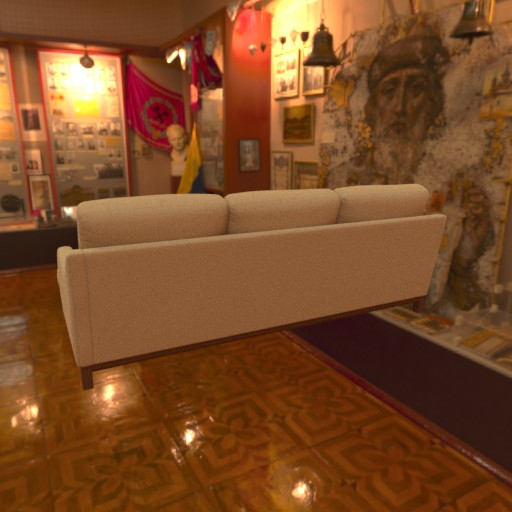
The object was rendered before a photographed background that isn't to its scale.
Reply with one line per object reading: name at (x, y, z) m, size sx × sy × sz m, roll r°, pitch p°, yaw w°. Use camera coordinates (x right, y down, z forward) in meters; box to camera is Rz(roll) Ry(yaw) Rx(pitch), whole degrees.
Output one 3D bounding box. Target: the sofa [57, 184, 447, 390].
sofa at (0.000, 0.000, 2.859) m, size 2.321 × 0.913 × 1.000 m, roll -7°, pitch 16°, yaw -26°
